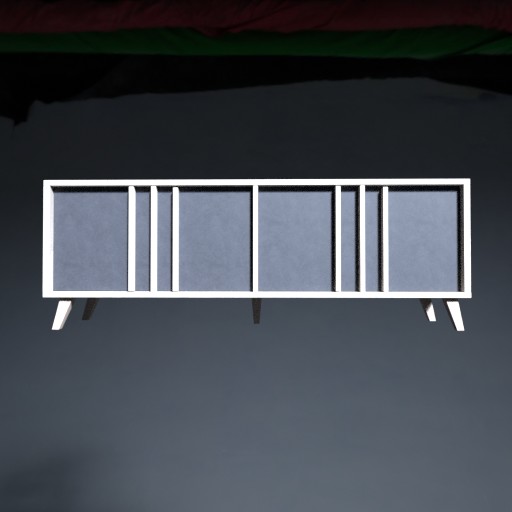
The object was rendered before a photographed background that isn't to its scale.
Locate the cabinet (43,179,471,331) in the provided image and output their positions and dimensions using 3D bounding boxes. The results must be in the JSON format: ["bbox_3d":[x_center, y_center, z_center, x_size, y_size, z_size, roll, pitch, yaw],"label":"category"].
[{"bbox_3d":[0.000,0.000,2.525,2.198,0.779,0.499,0,-1,1],"label":"cabinet"}]
